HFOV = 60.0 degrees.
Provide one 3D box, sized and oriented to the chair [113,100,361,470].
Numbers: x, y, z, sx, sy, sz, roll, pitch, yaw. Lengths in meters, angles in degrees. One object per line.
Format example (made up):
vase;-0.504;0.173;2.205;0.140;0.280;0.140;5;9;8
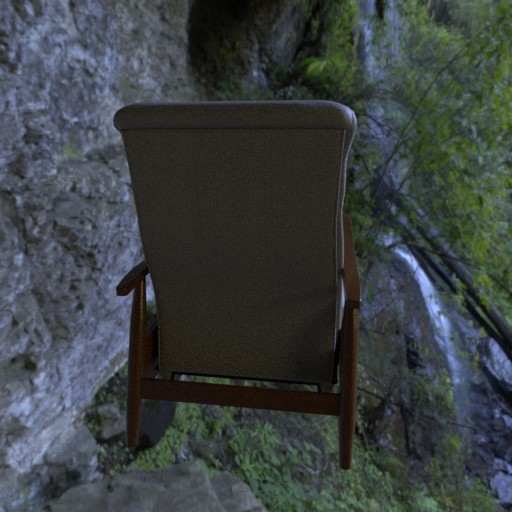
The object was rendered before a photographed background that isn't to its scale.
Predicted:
chair;0.000;0.000;1.733;0.762;1.082;1.032;2;15;8
